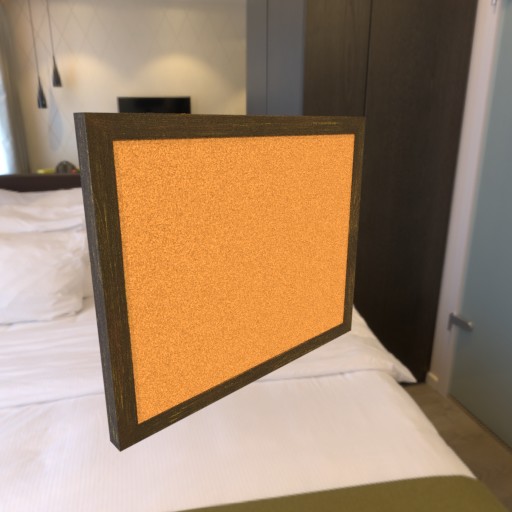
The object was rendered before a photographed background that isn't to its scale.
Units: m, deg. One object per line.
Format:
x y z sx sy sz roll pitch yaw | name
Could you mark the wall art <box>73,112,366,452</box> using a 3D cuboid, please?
0.000 0.000 0.756 0.558 0.457 0.032 -15 22 -41 | wall art
